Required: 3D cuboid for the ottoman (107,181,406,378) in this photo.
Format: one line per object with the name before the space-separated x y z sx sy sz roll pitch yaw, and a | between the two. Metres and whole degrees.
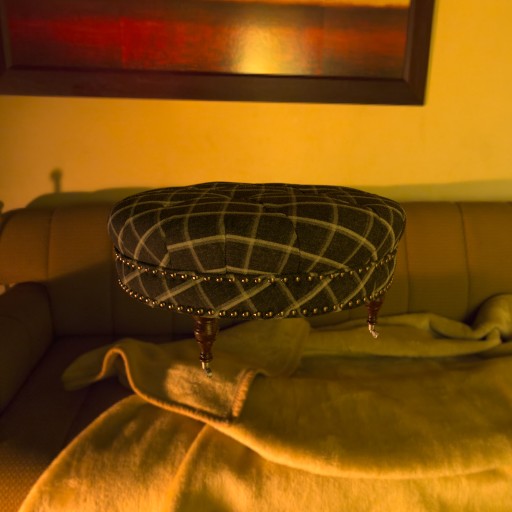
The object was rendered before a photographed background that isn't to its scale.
ottoman | 0.000 0.000 1.416 0.901 0.439 0.901 0 14 0
